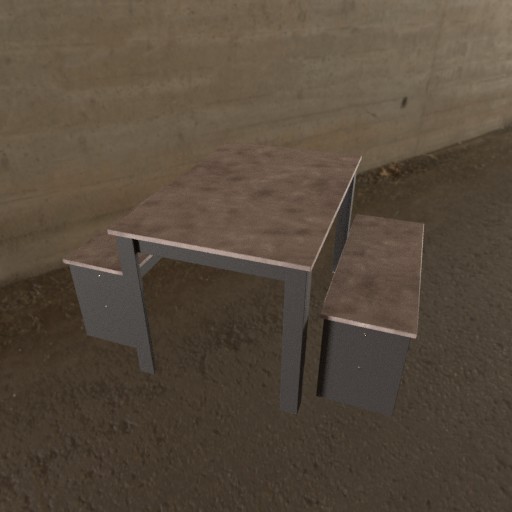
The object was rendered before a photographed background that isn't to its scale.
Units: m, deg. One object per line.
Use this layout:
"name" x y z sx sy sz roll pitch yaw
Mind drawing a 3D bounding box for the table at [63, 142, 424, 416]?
"table" 0.000 0.000 2.075 1.443 0.700 1.100 10 33 16
